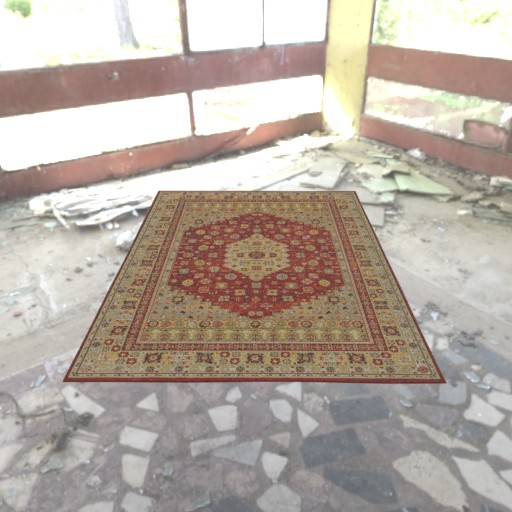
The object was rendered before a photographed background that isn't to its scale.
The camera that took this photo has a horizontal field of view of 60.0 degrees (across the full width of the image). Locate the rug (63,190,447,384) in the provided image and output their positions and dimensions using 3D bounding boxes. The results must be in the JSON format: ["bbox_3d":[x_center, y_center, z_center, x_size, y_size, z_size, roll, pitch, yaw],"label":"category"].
[{"bbox_3d":[0.000,0.000,4.056,2.387,0.013,3.053,0,31,0],"label":"rug"}]
